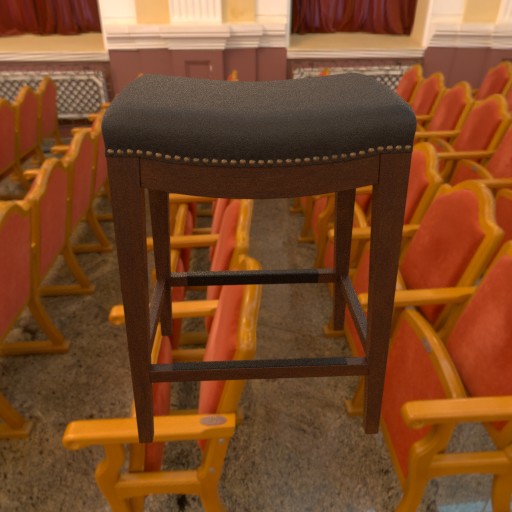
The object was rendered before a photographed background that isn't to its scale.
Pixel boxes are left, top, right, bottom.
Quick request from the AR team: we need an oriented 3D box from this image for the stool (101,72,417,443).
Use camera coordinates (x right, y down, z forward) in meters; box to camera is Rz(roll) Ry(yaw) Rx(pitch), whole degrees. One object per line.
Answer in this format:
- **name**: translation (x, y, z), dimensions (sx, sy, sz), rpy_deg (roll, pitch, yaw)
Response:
- **stool**: translation (0.000, 0.000, 0.893), dimensions (0.490, 0.664, 0.353), rpy_deg (-1, 30, -2)
